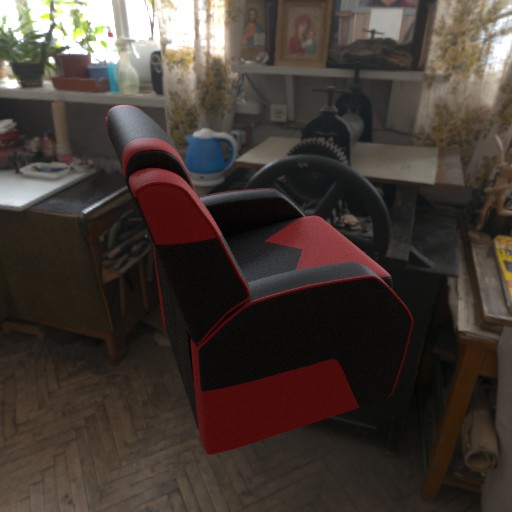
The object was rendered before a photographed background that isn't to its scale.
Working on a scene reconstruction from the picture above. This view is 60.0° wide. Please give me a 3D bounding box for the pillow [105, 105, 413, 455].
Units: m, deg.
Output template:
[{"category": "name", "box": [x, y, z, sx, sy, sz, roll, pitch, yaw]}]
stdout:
[{"category": "pillow", "box": [0.000, 0.000, 1.257, 0.672, 0.805, 0.620, -11, 31, -18]}]
